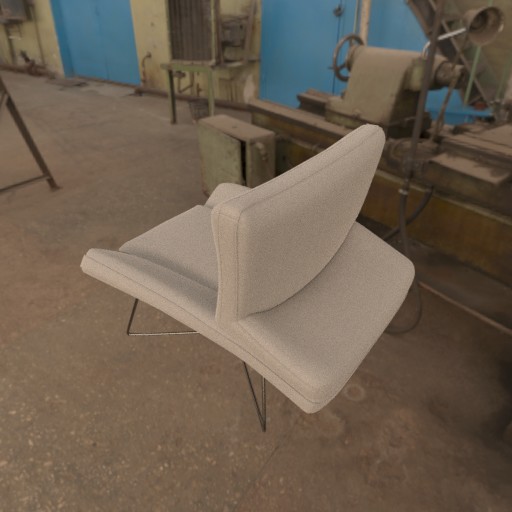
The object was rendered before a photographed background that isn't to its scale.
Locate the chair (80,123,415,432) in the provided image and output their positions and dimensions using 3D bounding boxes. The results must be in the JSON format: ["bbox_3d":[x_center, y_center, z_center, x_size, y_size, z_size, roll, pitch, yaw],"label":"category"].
[{"bbox_3d":[0.000,0.000,1.635,1.008,0.855,0.859,21,38,30],"label":"chair"}]
